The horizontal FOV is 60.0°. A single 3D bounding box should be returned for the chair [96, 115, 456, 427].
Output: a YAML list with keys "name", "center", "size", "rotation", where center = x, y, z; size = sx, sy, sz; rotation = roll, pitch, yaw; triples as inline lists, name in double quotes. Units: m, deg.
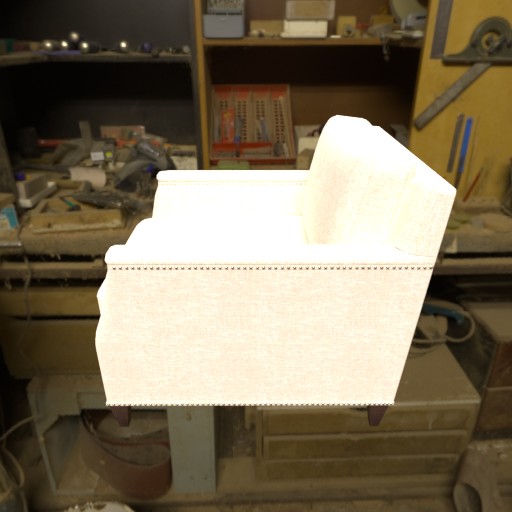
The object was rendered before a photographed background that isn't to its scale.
- name: "chair"
  center: [0.000, 0.000, 1.698]
  size: [1.041, 0.940, 0.838]
  rotation: [0, 27, 0]
